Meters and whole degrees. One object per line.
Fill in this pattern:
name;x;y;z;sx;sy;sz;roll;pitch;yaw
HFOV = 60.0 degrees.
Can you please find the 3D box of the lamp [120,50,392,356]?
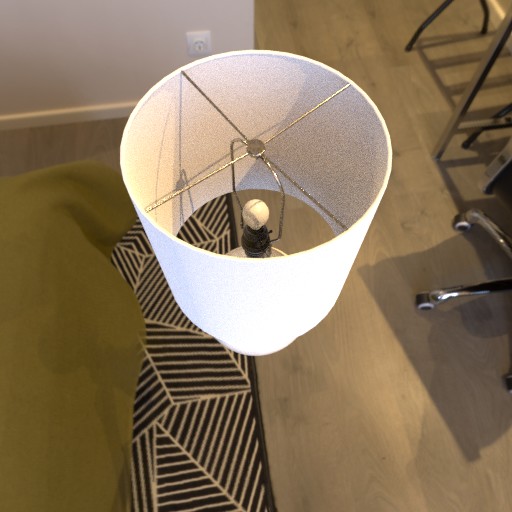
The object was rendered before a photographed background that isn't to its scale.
lamp;0.000;0.000;0.535;0.217;0.404;0.217;-36;68;-17
